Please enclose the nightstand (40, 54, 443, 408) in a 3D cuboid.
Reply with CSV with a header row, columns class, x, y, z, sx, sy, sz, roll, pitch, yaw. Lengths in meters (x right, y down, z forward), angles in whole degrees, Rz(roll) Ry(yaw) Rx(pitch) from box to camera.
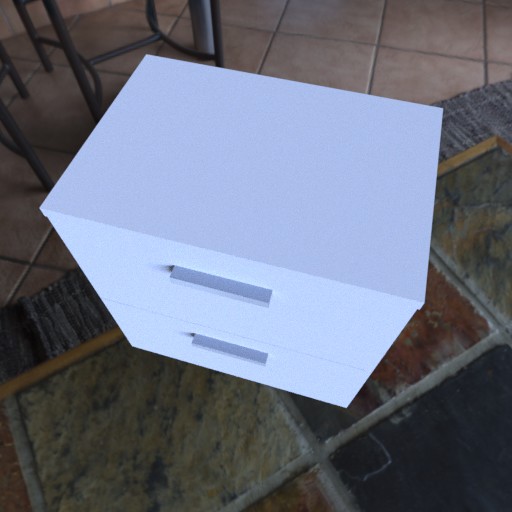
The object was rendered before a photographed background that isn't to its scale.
class,x,y,z,sx,sy,sz,roll,pitch,yaw
nightstand,0.000,0.000,0.753,0.441,0.460,0.325,14,59,9
